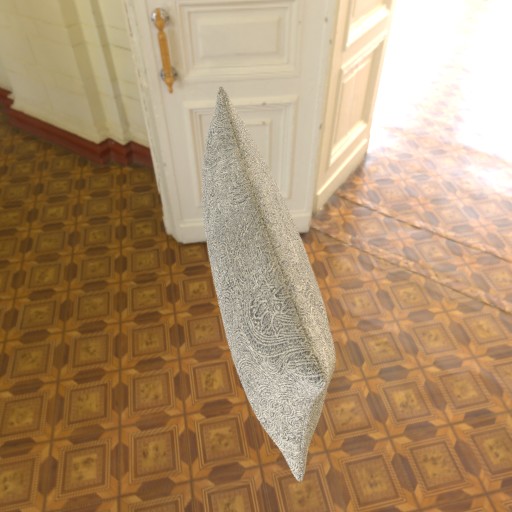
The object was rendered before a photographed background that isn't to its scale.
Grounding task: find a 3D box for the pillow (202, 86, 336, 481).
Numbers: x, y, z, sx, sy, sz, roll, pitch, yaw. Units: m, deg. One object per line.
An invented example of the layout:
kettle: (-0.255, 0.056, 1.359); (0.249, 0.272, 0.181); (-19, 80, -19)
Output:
pillow: (0.000, 0.000, 0.728); (0.151, 0.295, 0.615); (-9, 47, -8)
